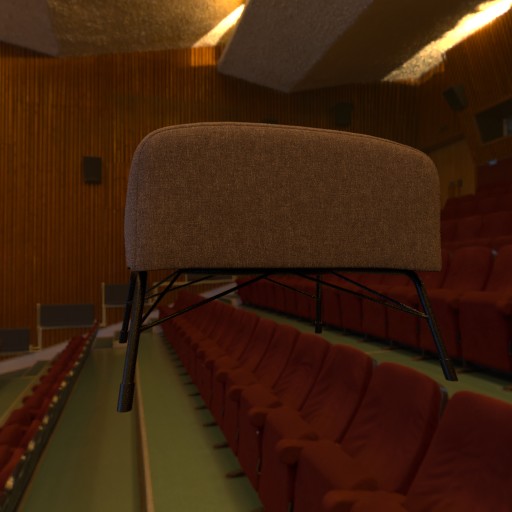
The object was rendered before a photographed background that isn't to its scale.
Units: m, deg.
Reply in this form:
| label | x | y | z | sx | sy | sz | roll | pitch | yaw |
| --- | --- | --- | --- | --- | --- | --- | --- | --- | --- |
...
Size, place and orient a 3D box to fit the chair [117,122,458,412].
| label | x | y | z | sx | sy | sz | roll | pitch | yaw |
| --- | --- | --- | --- | --- | --- | --- | --- | --- | --- |
| chair | 0.000 | 0.000 | 0.895 | 0.530 | 0.410 | 0.530 | 0 | -1 | -17 |
